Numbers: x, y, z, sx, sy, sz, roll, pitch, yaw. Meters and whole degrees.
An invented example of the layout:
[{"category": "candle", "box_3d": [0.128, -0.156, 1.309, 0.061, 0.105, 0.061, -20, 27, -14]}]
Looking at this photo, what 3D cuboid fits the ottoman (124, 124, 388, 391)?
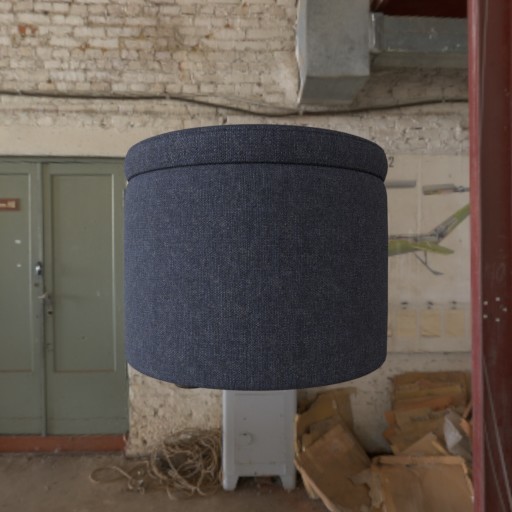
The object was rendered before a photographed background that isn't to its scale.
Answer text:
[{"category": "ottoman", "box_3d": [0.000, 0.000, 0.910, 0.520, 0.430, 0.520, 0, 1, 0]}]
